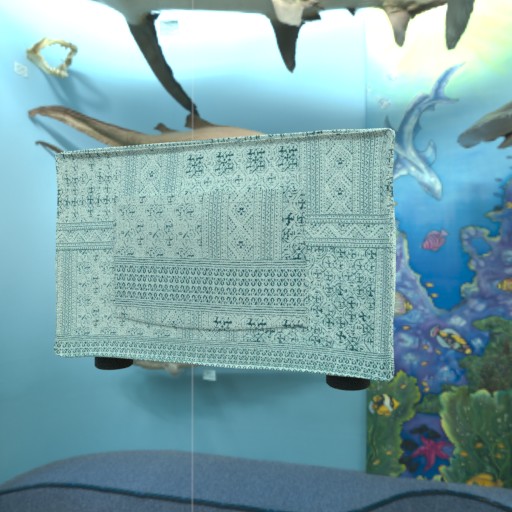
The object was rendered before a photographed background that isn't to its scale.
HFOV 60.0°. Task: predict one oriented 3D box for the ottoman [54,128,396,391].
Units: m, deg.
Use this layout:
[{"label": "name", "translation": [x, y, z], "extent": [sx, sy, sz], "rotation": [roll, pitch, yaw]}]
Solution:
[{"label": "ottoman", "translation": [0.000, 0.000, 1.019], "extent": [0.617, 0.439, 0.626], "rotation": [0, 0, 17]}]
